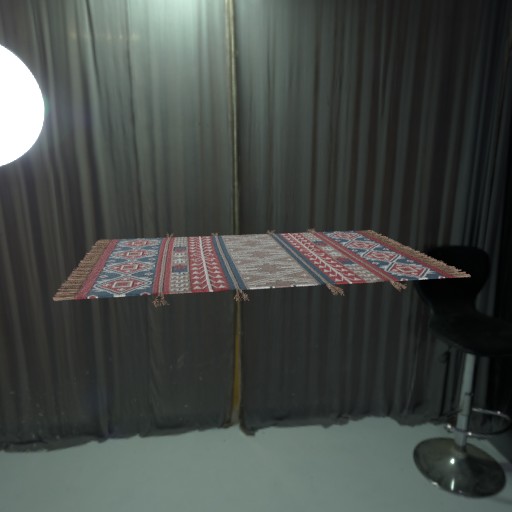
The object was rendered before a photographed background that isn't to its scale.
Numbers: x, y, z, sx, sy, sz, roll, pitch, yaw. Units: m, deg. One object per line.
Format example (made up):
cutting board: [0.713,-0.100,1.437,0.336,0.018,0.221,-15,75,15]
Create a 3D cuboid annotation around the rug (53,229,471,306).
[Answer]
rug: [0.000,0.000,2.657,2.025,0.040,1.469,-3,15,-10]
